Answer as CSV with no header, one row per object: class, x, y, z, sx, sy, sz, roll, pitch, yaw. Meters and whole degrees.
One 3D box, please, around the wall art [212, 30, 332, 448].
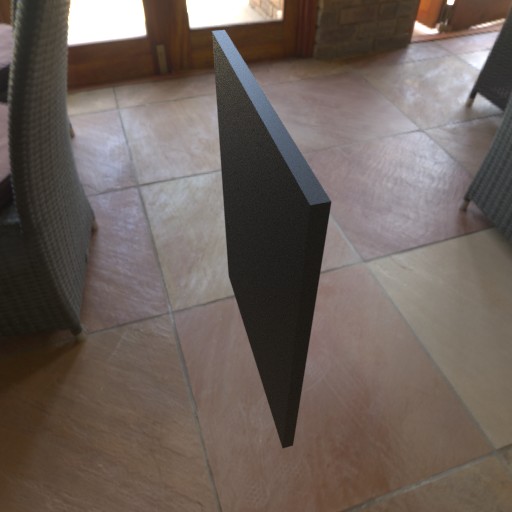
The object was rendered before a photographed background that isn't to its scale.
wall art,0.000,0.000,1.388,0.038,1.062,0.806,-11,47,-11
